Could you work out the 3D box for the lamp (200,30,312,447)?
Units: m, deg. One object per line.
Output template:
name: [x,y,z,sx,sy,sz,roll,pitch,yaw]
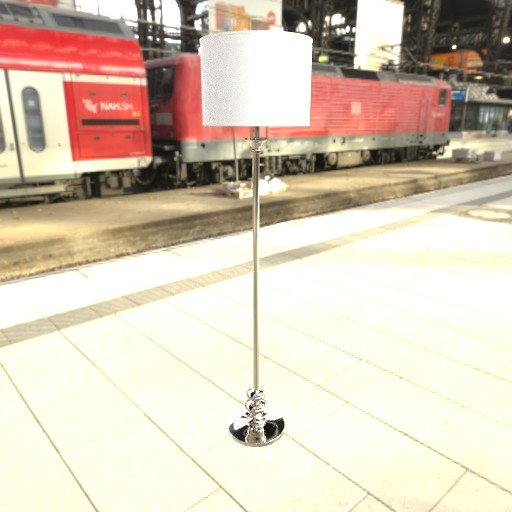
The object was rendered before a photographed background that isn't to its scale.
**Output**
lamp: [0.000,0.000,1.624,0.356,1.487,0.356,-16,23,-41]
